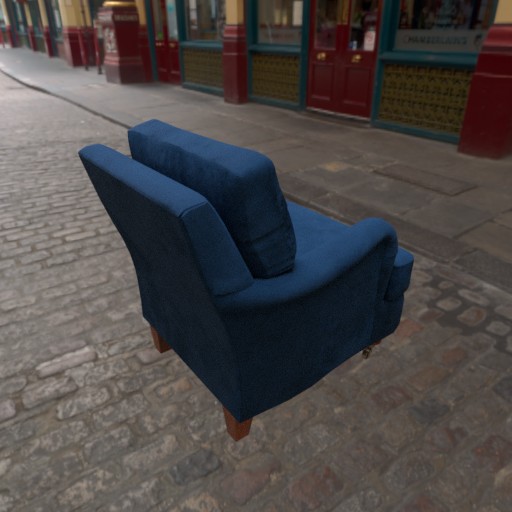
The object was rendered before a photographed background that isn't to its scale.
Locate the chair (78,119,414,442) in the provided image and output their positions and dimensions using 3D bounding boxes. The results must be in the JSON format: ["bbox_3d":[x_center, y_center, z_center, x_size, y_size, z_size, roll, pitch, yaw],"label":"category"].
[{"bbox_3d":[0.000,0.000,1.866,1.078,1.076,0.895,-18,32,-32],"label":"chair"}]
